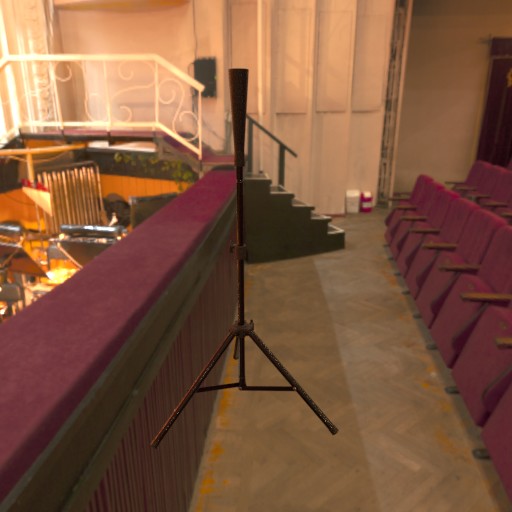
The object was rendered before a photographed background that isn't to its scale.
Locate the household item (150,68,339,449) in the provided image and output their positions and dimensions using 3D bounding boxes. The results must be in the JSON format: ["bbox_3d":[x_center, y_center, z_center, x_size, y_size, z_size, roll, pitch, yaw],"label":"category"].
[{"bbox_3d":[0.000,0.000,1.377,0.559,1.067,0.559,3,18,8],"label":"household item"}]
